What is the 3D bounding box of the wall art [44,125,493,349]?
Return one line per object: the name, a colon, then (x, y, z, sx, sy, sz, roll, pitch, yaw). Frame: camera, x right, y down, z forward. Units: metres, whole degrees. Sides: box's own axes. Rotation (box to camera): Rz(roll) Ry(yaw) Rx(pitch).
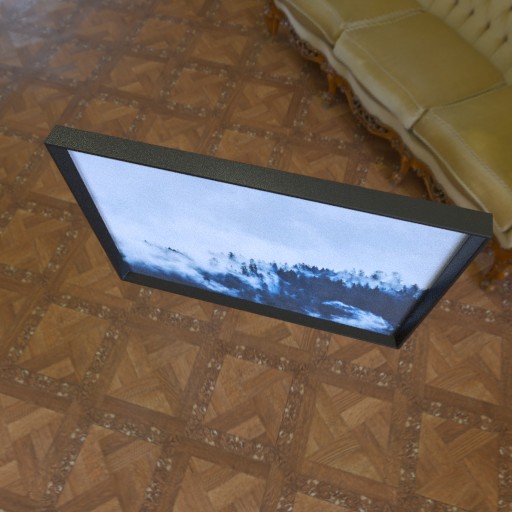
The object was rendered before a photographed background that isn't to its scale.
wall art: (0.000, 0.000, 1.185, 0.939, 0.640, 0.058, 13, 60, 8)
